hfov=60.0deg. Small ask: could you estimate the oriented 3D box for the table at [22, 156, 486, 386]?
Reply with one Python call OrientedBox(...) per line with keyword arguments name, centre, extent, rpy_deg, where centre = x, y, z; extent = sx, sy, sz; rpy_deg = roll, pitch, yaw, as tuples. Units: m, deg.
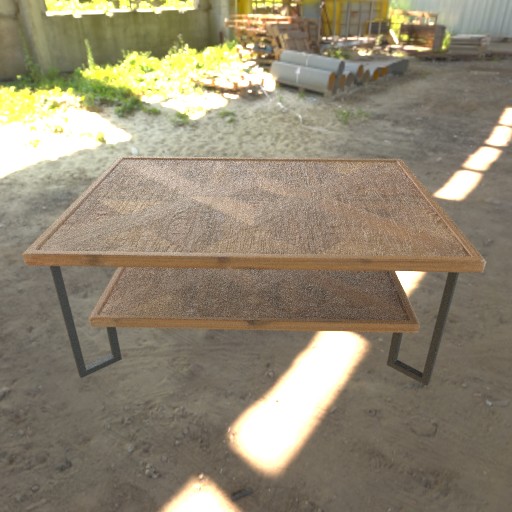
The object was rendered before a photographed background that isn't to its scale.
OrientedBox(name="table", centre=(0.000, 0.000, 1.679), extent=(1.238, 0.492, 0.877), rpy_deg=(1, 30, 1))
